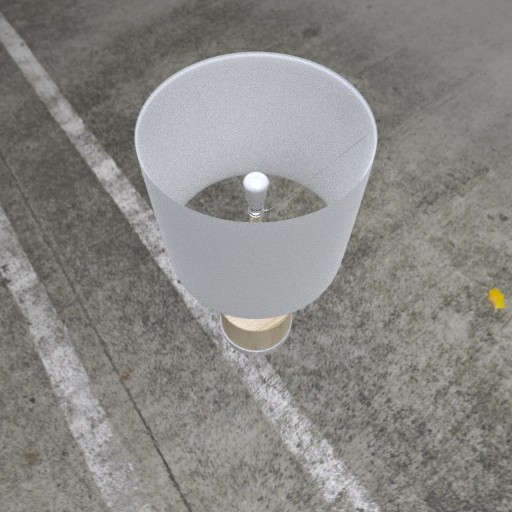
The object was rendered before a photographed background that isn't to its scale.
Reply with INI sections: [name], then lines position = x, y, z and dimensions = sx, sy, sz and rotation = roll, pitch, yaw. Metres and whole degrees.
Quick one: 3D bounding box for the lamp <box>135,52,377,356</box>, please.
[lamp]
position = 0.000, 0.000, 0.617
dimensions = 0.229, 0.470, 0.229
rotation = -32, 63, -18
